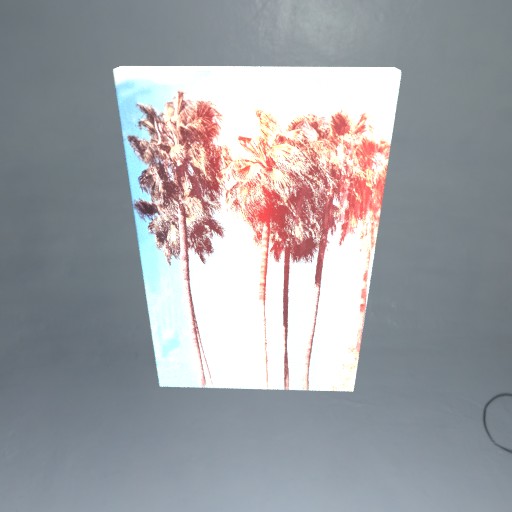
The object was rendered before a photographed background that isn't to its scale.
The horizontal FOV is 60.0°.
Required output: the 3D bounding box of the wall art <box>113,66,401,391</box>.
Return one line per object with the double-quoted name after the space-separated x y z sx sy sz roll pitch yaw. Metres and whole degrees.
0.000 0.000 0.777 0.401 0.610 0.038 1 30 2 "wall art"
